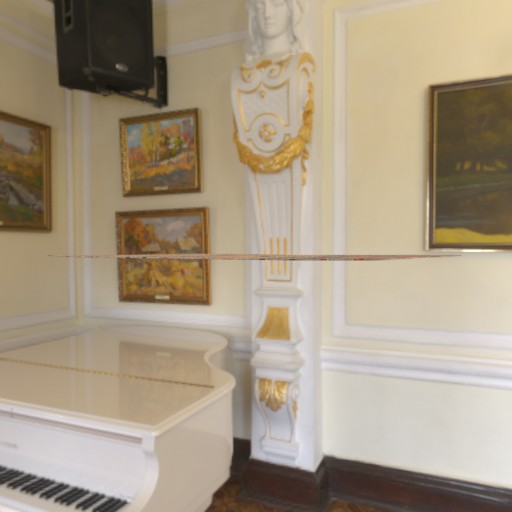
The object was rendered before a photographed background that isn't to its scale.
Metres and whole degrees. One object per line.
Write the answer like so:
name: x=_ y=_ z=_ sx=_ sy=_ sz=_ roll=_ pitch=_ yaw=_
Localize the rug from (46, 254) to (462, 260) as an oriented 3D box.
rug: x=0.000 y=0.000 z=4.010 sx=3.029 sy=0.022 sz=2.263 roll=1 pitch=1 yaw=36
